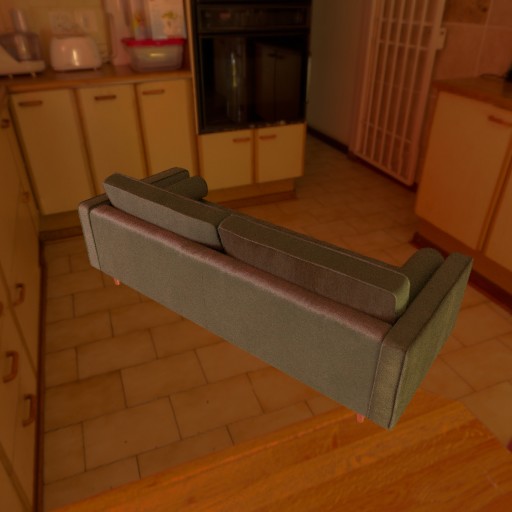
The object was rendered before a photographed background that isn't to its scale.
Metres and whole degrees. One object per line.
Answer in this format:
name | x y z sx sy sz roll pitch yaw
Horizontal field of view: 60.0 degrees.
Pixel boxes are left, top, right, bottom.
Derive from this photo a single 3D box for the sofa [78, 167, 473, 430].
sofa | 0.000 0.000 2.653 2.199 0.769 0.918 22 38 32
